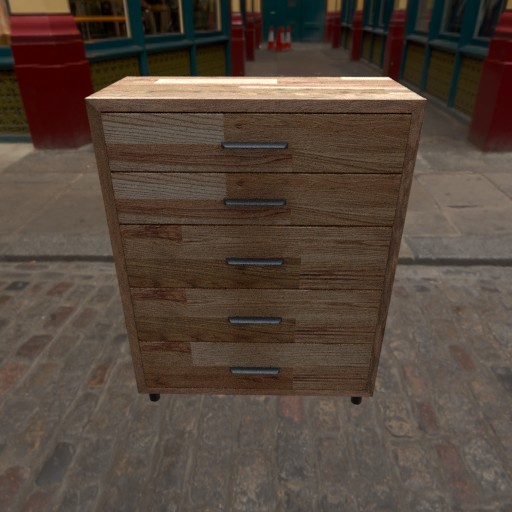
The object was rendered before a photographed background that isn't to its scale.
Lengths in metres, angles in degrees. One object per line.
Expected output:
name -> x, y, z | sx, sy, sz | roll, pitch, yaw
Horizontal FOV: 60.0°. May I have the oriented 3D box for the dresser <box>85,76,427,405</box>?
dresser -> 0.000, 0.000, 1.729 | 0.966, 1.243, 0.480 | 1, 30, 1
